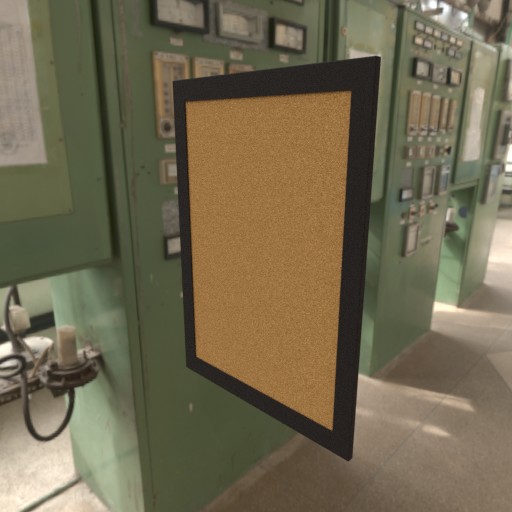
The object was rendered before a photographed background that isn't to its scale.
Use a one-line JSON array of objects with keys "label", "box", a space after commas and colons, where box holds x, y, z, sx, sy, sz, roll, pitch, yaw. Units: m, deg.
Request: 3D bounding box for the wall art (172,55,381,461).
[{"label": "wall art", "box": [0.000, 0.000, 0.682, 0.374, 0.529, 0.012, 15, 22, 42]}]
